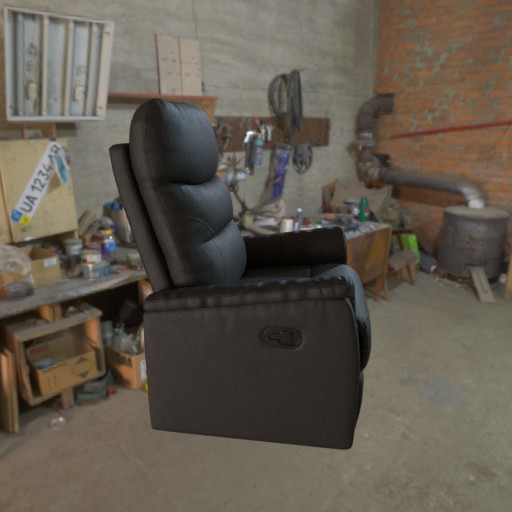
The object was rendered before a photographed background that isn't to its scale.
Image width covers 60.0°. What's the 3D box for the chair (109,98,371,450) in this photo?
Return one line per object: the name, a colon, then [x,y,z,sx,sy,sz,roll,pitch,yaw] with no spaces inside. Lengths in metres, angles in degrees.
chair: [0.000,0.000,1.645,0.831,1.082,0.775,2,16,8]
